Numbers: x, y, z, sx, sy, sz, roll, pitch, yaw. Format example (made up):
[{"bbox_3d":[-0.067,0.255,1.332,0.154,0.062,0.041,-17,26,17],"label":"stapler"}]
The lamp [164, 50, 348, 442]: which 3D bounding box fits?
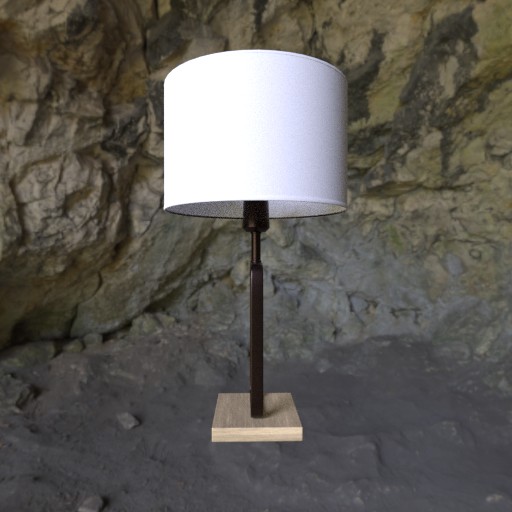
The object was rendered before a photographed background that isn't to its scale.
[{"bbox_3d":[0.000,0.000,0.685,0.279,0.508,0.279,0,0,-1],"label":"lamp"}]
